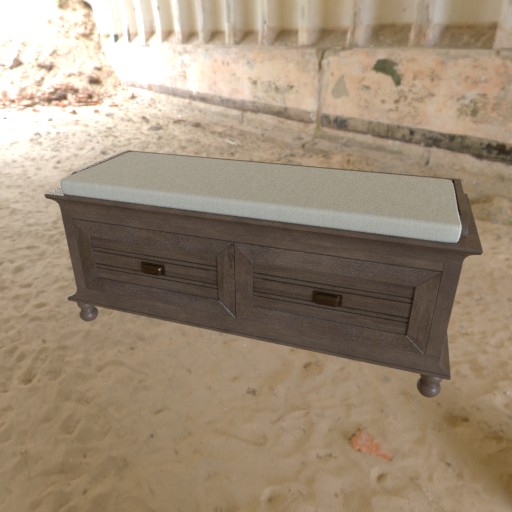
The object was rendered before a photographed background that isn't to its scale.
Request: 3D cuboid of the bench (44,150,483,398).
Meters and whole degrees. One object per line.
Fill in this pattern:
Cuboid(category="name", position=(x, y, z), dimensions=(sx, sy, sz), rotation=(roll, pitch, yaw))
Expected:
Cuboid(category="bench", position=(0.000, 0.000, 1.398), dimensions=(1.185, 0.501, 0.402), rotation=(9, 28, 17))
